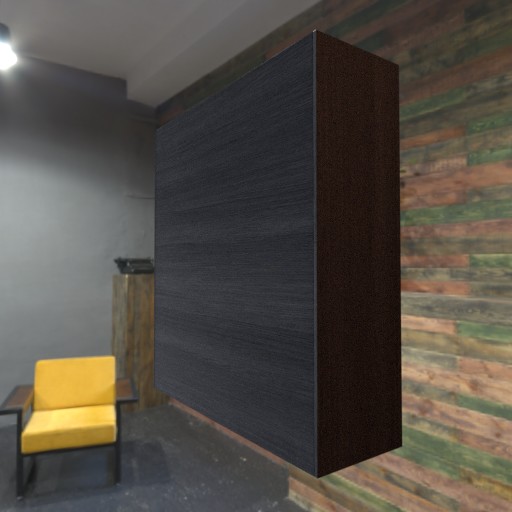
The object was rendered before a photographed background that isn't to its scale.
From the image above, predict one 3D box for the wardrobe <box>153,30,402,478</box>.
[{"bbox_3d":[0.000,0.000,2.832,0.629,1.960,1.780,1,-2,-36],"label":"wardrobe"}]
